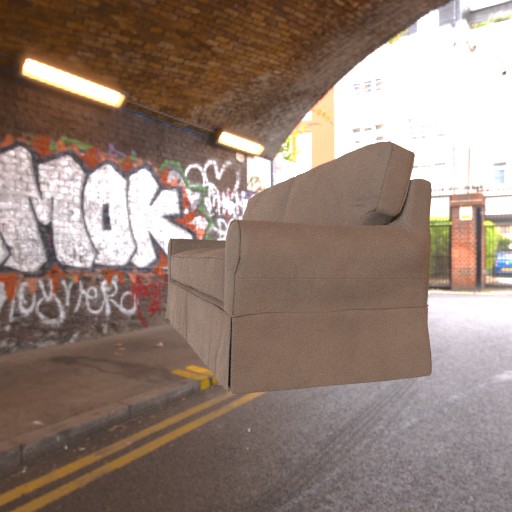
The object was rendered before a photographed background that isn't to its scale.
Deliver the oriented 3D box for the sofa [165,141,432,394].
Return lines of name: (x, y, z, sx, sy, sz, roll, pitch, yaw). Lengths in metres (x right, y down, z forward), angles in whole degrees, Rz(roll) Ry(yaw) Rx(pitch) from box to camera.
sofa: (0.000, 0.000, 2.727, 0.900, 1.014, 2.246, 0, 0, -17)
